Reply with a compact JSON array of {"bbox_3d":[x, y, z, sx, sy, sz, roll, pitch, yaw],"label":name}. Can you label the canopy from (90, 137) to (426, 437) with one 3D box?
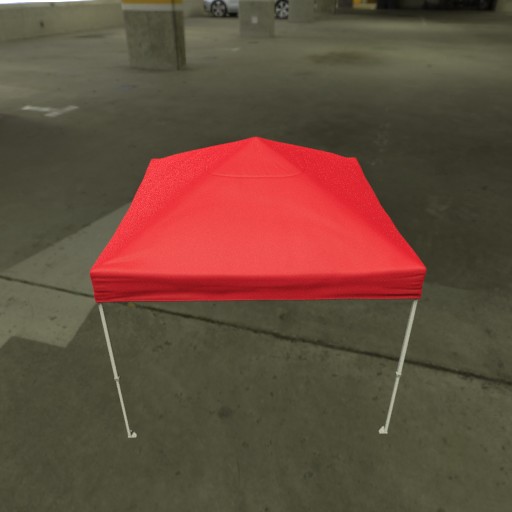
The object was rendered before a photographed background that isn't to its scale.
[{"bbox_3d":[0.000,0.000,5.547,2.998,2.997,2.996,-1,31,-1],"label":"canopy"}]
